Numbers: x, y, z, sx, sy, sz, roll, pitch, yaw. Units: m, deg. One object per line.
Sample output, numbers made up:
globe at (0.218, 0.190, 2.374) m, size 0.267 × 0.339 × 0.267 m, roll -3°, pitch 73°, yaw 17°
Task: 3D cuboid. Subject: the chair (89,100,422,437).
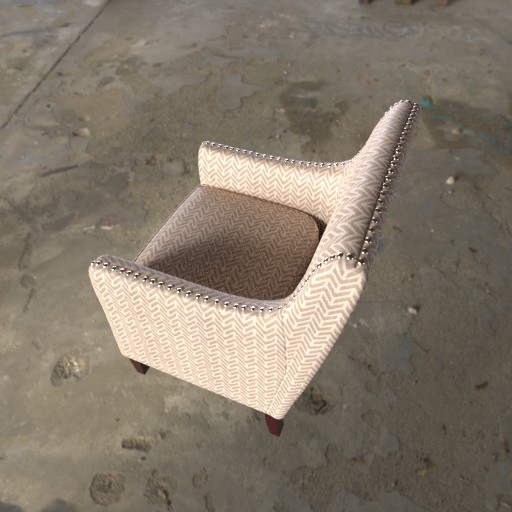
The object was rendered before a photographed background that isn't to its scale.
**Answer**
chair at (0.000, 0.000, 1.269) m, size 0.651 × 0.816 × 0.623 m, roll 17°, pitch 49°, yaw 16°
